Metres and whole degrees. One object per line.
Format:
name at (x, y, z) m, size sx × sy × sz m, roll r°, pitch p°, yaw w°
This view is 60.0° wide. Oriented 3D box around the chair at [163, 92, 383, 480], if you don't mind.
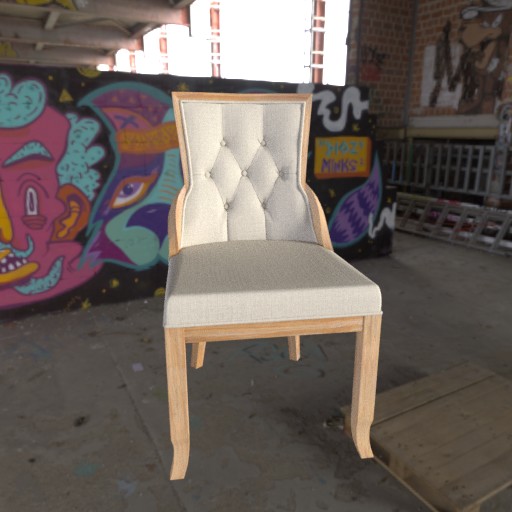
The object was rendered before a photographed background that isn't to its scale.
chair at (0.000, 0.000, 1.302) m, size 0.524 × 0.947 × 0.641 m, roll -2°, pitch 16°, yaw -8°
